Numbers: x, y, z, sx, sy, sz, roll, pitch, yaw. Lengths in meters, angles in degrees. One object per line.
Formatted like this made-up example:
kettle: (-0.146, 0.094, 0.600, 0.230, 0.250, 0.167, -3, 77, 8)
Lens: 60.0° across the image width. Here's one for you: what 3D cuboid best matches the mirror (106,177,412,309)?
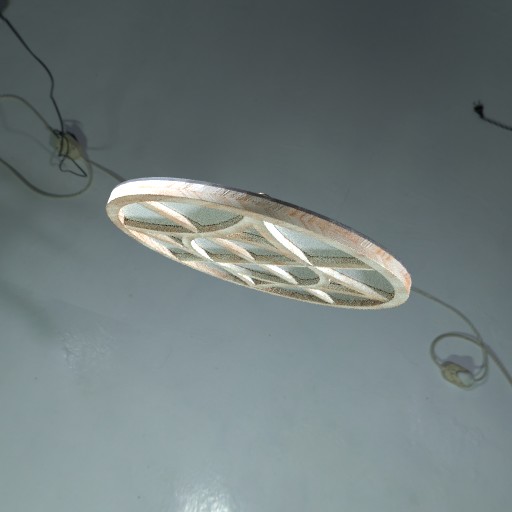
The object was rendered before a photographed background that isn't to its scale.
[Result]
mirror: (0.000, 0.000, 1.062, 0.710, 0.710, 0.038, 16, 76, 4)
